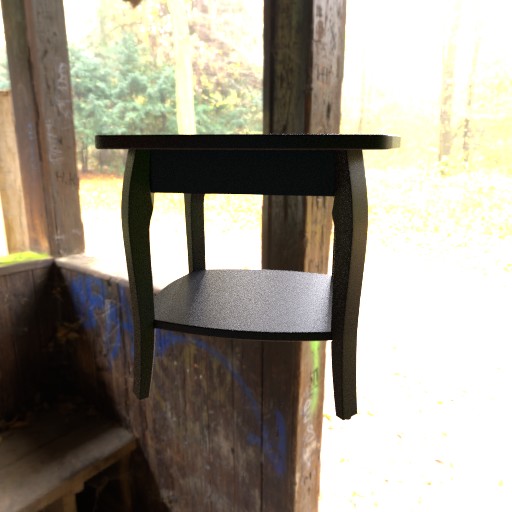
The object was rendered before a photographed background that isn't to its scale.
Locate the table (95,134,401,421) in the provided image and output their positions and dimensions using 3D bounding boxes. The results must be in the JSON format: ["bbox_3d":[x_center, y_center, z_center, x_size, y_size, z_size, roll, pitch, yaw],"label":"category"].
[{"bbox_3d":[0.000,0.000,0.876,0.508,0.457,0.457,2,15,9],"label":"table"}]
